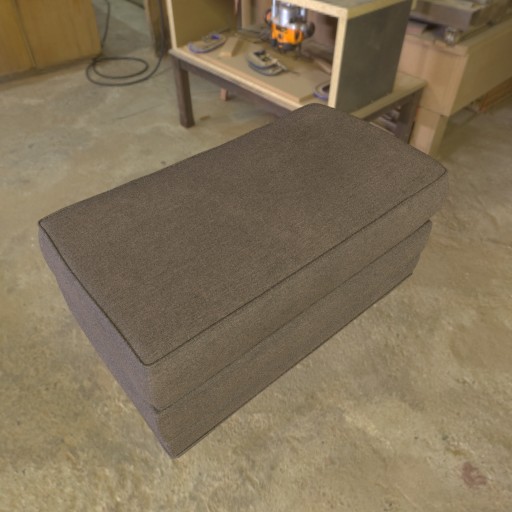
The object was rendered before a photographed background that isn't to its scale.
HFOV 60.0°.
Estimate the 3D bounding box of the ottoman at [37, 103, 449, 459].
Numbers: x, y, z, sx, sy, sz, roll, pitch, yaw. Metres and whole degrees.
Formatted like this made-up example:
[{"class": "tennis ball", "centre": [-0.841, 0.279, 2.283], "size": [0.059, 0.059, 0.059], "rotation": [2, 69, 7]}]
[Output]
[{"class": "ottoman", "centre": [0.000, 0.000, 1.120], "size": [0.864, 0.448, 0.490], "rotation": [-31, 53, -27]}]
